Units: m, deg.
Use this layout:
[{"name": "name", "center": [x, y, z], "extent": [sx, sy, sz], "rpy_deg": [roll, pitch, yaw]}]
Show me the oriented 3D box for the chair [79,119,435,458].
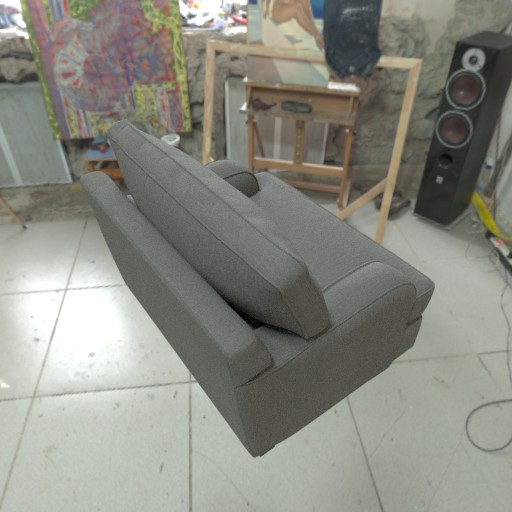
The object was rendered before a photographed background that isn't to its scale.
[{"name": "chair", "center": [0.000, 0.000, 1.969], "extent": [1.041, 1.016, 1.220], "rpy_deg": [-25, 46, -27]}]
